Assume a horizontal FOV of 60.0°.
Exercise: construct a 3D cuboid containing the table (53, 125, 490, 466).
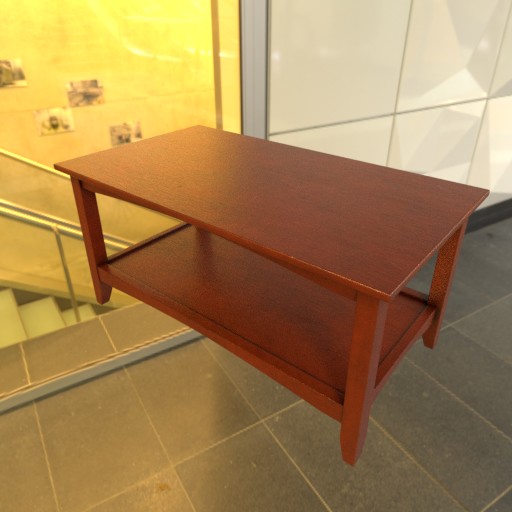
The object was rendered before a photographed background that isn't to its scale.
[{"bbox_3d":[0.000,0.000,1.201,0.943,0.456,0.533,22,37,33],"label":"table"}]
